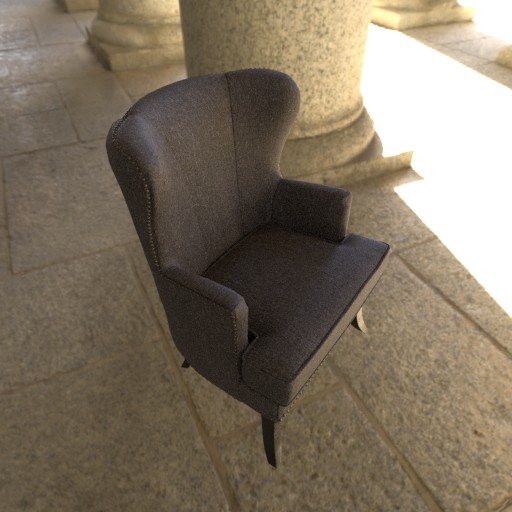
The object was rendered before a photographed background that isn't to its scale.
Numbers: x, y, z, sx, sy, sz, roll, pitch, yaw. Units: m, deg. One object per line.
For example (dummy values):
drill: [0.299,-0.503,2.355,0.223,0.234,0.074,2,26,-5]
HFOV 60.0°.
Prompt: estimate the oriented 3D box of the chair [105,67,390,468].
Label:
chair: [0.000,0.000,1.578,0.758,1.060,0.759,24,46,26]
